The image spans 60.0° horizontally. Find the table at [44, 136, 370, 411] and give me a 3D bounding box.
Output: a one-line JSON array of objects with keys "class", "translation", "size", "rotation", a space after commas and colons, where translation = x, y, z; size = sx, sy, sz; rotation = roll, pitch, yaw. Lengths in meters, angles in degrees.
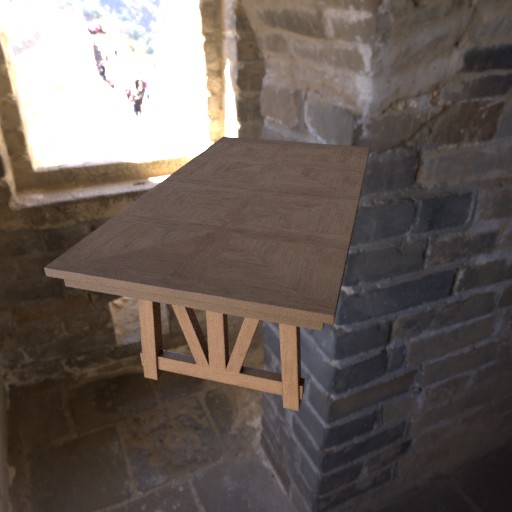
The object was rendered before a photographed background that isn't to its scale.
[{"class": "table", "translation": [0.000, 0.000, 2.412], "size": [1.016, 0.768, 1.881], "rotation": [8, 30, 14]}]
